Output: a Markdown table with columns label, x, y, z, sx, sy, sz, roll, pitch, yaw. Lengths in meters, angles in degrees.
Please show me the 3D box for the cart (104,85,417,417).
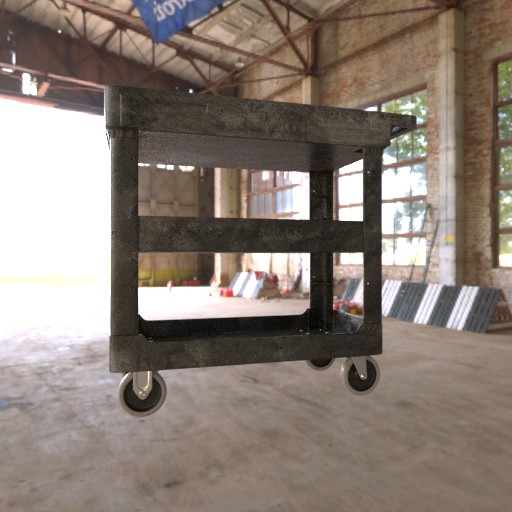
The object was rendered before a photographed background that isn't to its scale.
| label | x | y | z | sx | sy | sz | roll | pitch | yaw |
| --- | --- | --- | --- | --- | --- | --- | --- | --- | --- |
| cart | 0.000 | 0.000 | 1.379 | 0.877 | 0.824 | 0.420 | 0 | 0 | -16 |
